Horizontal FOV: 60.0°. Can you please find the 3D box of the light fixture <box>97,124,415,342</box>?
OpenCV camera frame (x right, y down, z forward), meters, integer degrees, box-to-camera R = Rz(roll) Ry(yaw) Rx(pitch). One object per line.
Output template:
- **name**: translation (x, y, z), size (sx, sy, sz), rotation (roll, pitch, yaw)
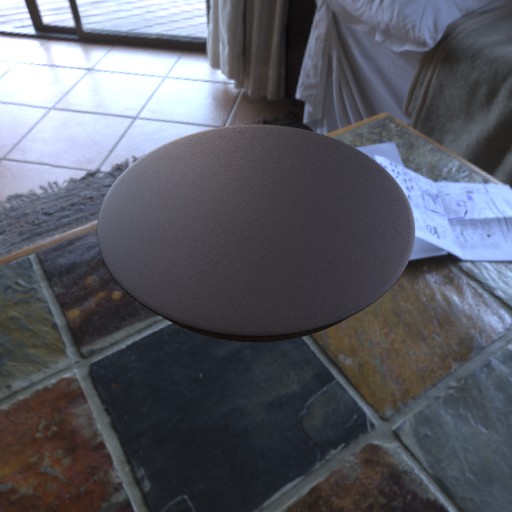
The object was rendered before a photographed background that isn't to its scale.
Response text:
- **light fixture**: translation (0.000, 0.000, 0.449), size (0.280, 0.135, 0.280), rotation (0, 47, 0)
